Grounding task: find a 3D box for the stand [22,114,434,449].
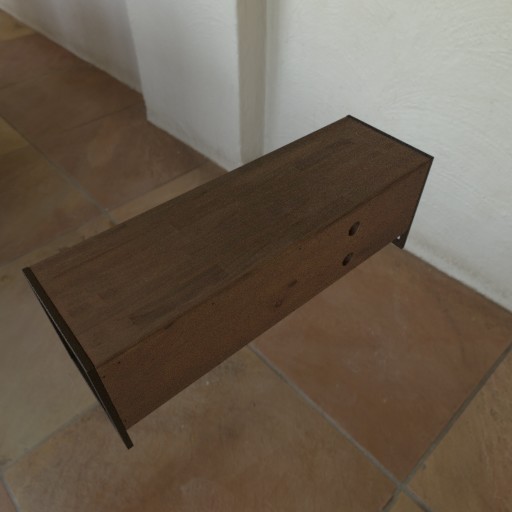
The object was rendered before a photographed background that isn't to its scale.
[{"bbox_3d":[0.000,0.000,1.734,1.480,0.506,0.454,-31,53,-27],"label":"stand"}]
